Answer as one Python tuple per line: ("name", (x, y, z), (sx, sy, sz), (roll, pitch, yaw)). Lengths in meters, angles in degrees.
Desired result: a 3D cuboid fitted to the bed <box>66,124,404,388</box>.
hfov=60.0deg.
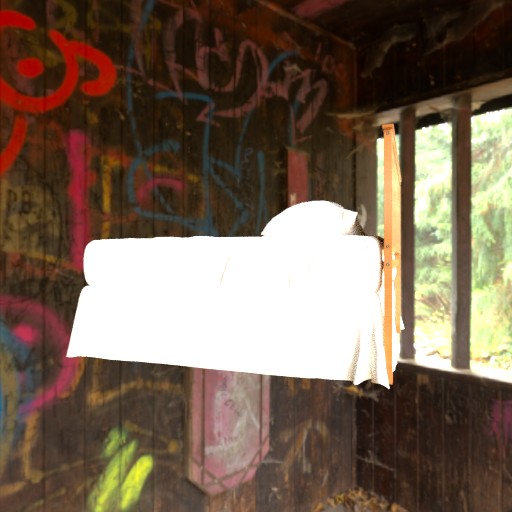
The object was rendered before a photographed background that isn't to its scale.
("bed", (0.000, 0.000, 3.253), (2.035, 1.273, 1.870), (0, 0, 19))
